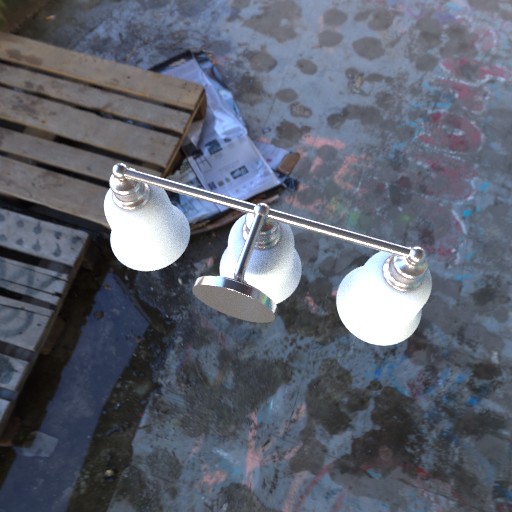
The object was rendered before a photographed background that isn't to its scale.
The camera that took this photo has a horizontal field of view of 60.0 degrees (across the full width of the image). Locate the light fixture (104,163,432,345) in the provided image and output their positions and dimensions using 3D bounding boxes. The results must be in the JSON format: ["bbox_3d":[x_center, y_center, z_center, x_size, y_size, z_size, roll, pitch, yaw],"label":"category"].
[{"bbox_3d":[0.000,0.000,0.680,0.570,0.211,0.198,17,66,7],"label":"light fixture"}]
